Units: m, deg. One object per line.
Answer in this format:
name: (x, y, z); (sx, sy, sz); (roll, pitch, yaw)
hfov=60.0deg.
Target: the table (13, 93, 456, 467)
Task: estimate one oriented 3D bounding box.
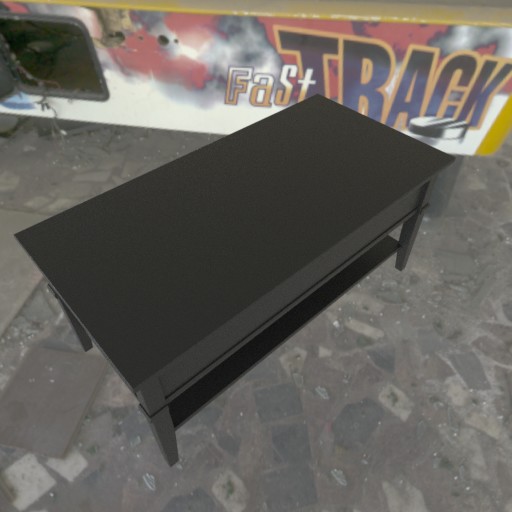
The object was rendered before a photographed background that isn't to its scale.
table: (0.000, 0.000, 1.303); (1.044, 0.470, 0.523); (-33, 54, -28)
